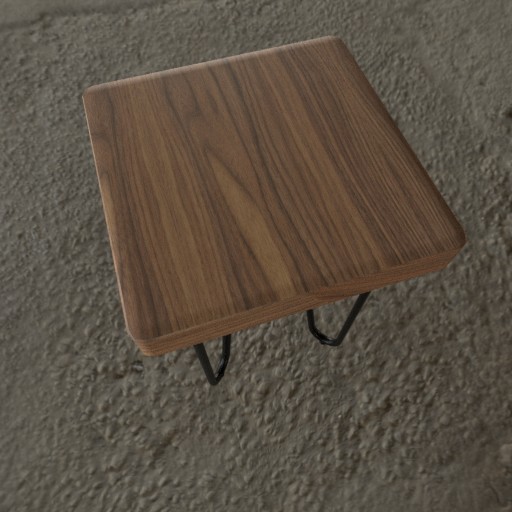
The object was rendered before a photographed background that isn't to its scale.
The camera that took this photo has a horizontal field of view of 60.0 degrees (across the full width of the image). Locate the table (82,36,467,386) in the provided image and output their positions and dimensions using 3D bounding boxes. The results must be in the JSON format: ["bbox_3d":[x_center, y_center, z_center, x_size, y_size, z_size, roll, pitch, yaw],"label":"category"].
[{"bbox_3d":[0.000,0.000,0.968,0.479,0.641,0.480,-16,63,-8],"label":"table"}]
